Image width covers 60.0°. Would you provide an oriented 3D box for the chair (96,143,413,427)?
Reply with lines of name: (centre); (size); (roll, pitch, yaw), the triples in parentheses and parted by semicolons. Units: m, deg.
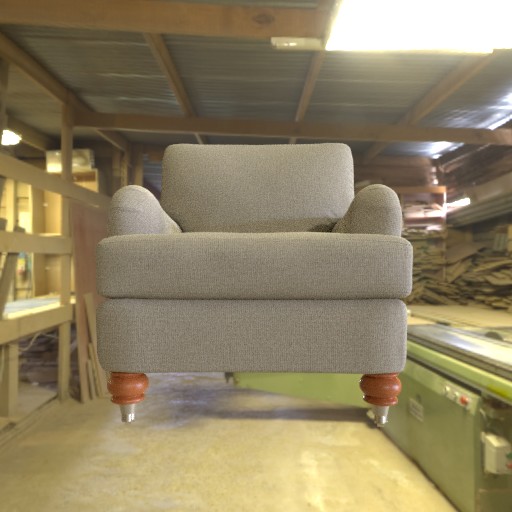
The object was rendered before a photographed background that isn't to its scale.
chair: (0.000, 0.000, 1.744); (0.955, 1.038, 1.070); (0, -2, 1)
